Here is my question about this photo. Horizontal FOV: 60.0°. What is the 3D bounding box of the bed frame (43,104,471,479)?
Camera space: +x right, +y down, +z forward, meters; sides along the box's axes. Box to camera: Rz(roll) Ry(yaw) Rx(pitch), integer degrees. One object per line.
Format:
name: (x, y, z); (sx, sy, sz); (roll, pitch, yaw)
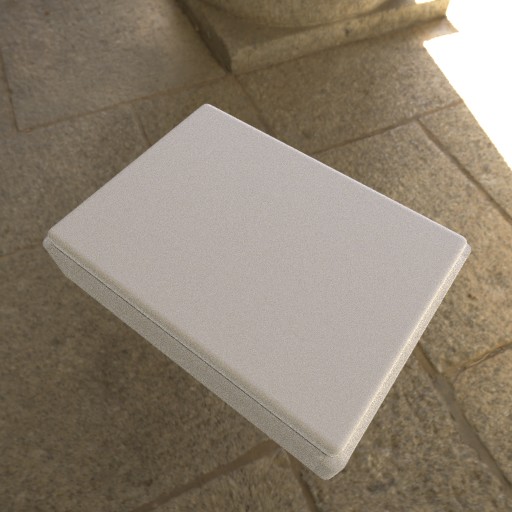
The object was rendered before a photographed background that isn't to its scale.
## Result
bed frame: (0.000, 0.000, 2.501); (1.900, 0.406, 1.400); (32, 63, 19)
